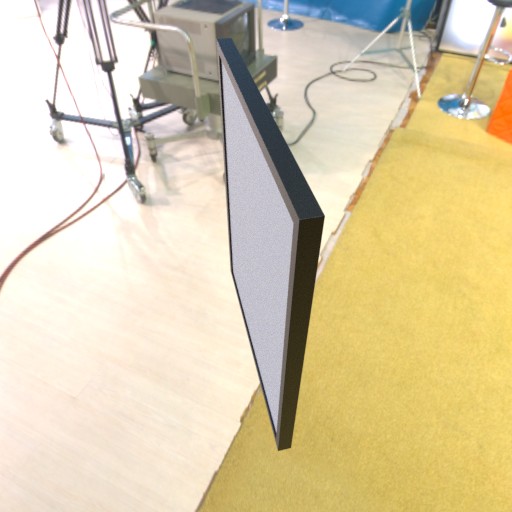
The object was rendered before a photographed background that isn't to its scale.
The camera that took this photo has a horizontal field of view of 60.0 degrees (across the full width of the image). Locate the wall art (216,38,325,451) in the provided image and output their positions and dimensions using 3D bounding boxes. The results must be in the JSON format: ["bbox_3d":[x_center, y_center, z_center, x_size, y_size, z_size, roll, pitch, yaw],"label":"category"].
[{"bbox_3d":[0.000,0.000,0.545,0.018,0.397,0.325,-10,47,-9],"label":"wall art"}]
